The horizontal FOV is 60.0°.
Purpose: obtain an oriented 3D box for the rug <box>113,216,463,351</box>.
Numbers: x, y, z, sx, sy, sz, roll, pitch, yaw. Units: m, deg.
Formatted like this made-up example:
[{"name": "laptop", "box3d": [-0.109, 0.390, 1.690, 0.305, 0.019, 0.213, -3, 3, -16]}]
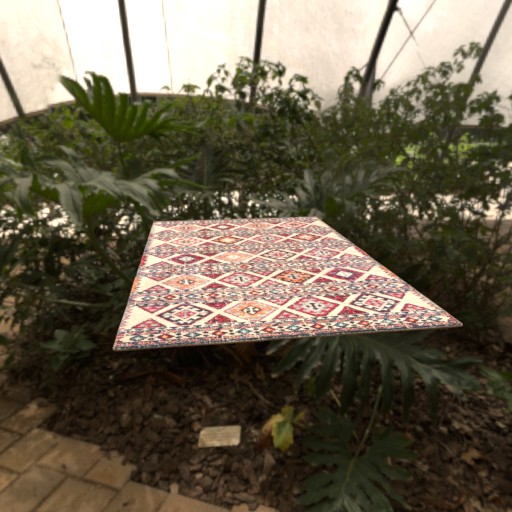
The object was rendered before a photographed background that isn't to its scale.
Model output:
[{"name": "rug", "box3d": [0.000, 0.000, 3.042, 1.545, 0.010, 2.440, -3, 17, -8]}]
